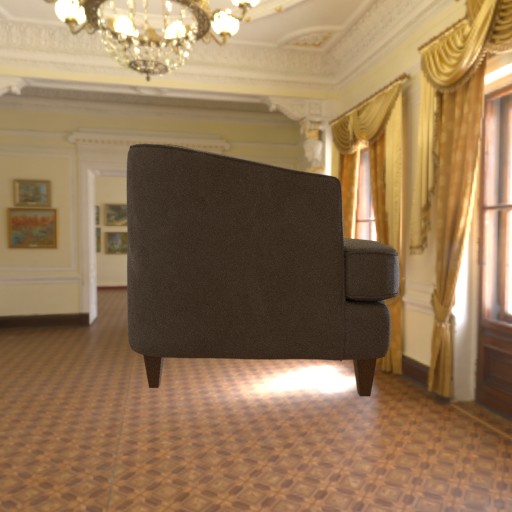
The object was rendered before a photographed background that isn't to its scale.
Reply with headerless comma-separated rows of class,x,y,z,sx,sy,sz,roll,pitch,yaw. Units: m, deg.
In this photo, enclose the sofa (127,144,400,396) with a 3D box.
sofa,0.000,0.000,2.228,0.941,0.855,1.733,0,2,0
